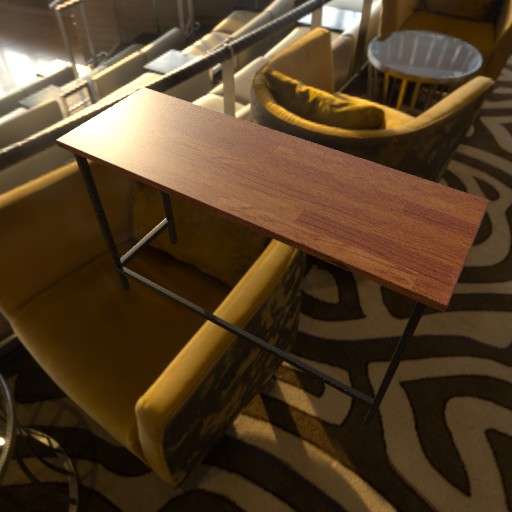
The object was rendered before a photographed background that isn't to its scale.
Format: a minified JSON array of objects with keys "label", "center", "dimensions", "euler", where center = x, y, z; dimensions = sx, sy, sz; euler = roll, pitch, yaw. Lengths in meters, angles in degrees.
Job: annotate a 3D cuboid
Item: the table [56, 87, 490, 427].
[{"label":"table","center":[0.000,0.000,1.540],"dimensions":[1.204,0.740,0.408],"euler":[24,52,21]}]
